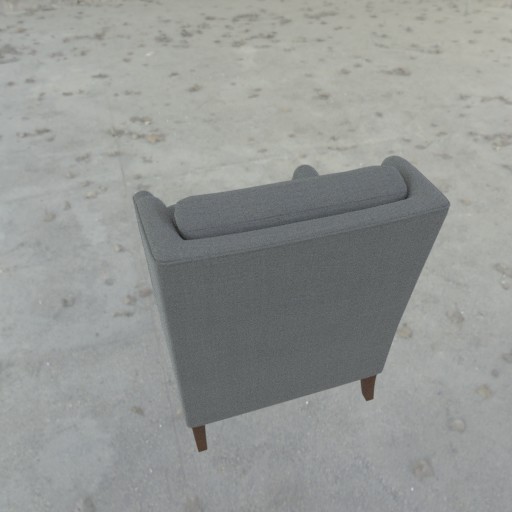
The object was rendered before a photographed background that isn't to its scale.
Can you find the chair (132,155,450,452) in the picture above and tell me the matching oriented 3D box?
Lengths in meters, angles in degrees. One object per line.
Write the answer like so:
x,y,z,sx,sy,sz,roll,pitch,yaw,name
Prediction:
0.000,0.000,1.799,0.866,1.056,1.040,-12,42,-13,chair
